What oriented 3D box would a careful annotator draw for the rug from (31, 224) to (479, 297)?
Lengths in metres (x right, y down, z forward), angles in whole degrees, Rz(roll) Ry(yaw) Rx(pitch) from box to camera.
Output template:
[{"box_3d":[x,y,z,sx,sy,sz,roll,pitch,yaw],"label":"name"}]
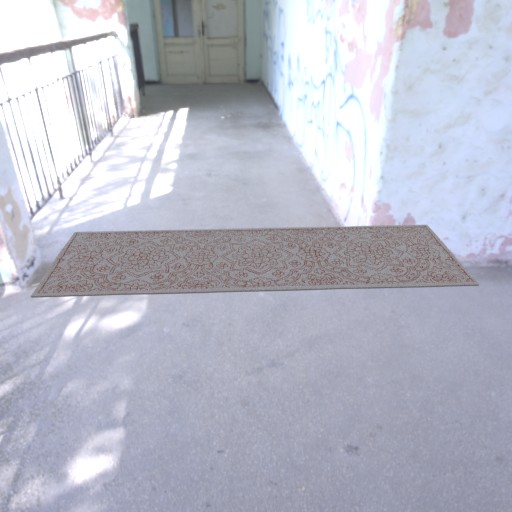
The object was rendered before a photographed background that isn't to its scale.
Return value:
[{"box_3d":[0.000,0.000,2.735,2.448,0.012,0.769,-1,30,-2],"label":"rug"}]
